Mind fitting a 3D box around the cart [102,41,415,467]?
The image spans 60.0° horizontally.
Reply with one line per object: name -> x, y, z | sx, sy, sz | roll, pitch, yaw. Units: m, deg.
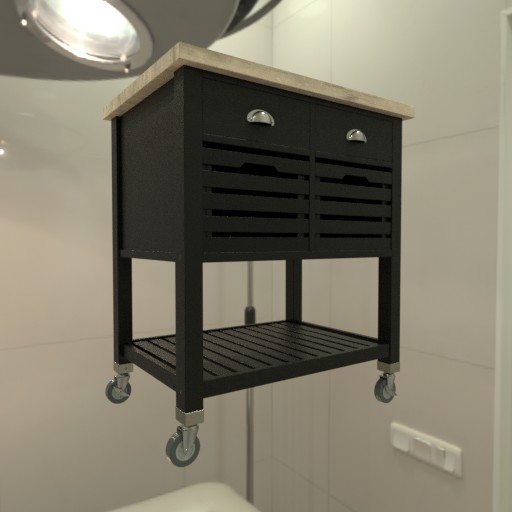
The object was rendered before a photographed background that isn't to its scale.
cart -> 0.000, 0.000, 1.386 | 0.797, 0.920, 0.567 | -1, 2, -35
